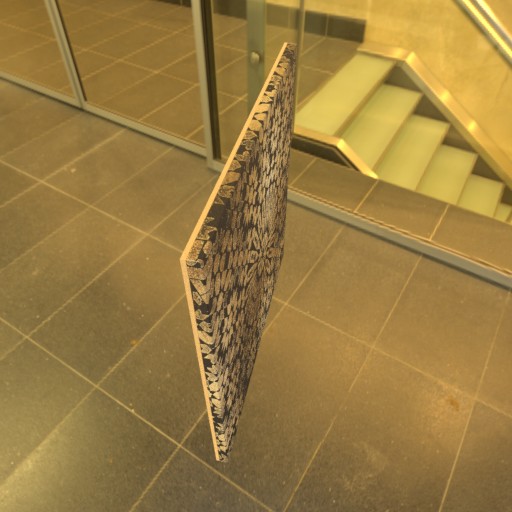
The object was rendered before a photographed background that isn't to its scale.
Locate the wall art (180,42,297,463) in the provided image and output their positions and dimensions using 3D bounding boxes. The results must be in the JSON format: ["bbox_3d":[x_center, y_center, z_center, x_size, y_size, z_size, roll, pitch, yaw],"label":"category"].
[{"bbox_3d":[0.000,0.000,1.346,0.038,0.914,0.914,10,47,9],"label":"wall art"}]
